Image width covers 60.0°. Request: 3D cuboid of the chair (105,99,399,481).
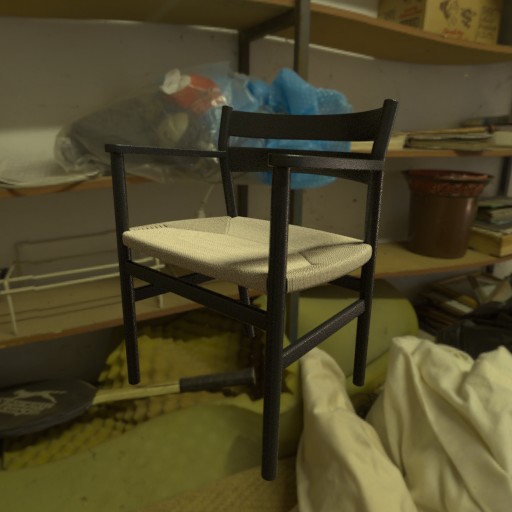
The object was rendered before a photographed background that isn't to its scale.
[{"bbox_3d":[0.000,0.000,1.170,0.630,0.775,0.508,15,22,41],"label":"chair"}]
